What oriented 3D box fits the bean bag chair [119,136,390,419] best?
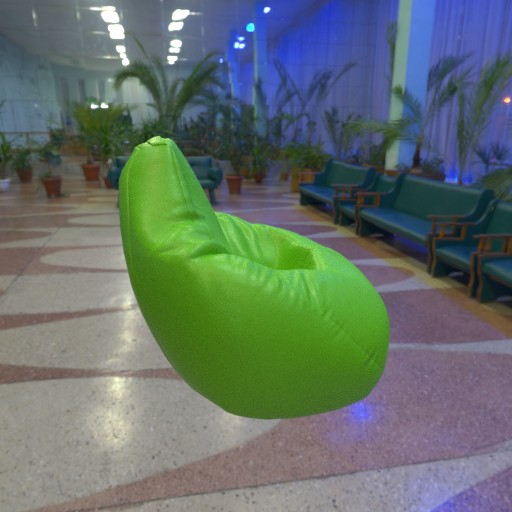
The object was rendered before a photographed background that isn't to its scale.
[{"bbox_3d":[0.000,0.000,1.882,1.070,0.990,1.070,-3,18,-9],"label":"bean bag chair"}]
